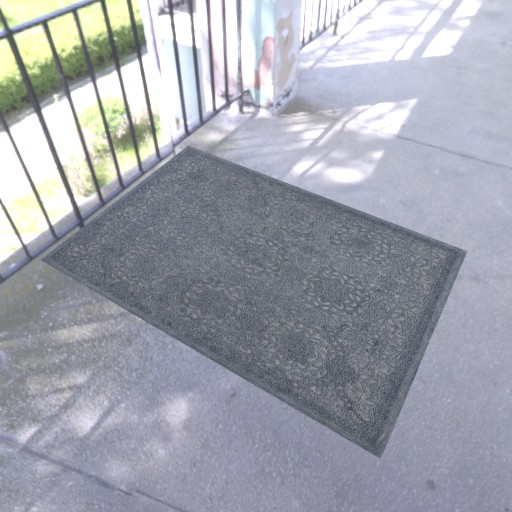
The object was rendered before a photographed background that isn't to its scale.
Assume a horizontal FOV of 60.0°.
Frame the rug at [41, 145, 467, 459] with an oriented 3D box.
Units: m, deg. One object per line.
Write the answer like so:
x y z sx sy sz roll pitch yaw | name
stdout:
0.000 0.000 2.274 1.819 0.012 1.208 25 52 21 | rug
